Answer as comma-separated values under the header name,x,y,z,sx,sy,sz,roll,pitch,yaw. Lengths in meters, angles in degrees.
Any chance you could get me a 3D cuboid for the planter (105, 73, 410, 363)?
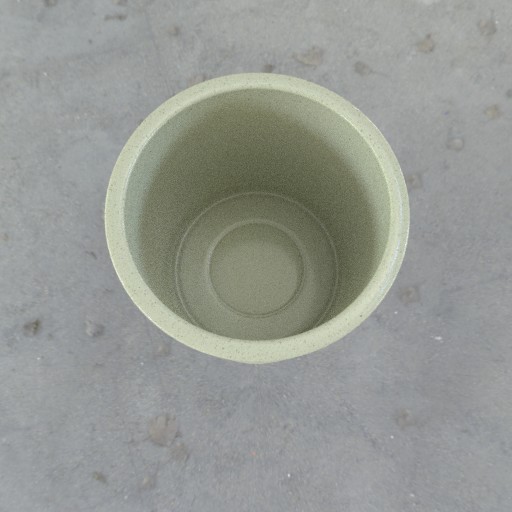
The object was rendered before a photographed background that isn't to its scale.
name,x,y,z,sx,sy,sz,roll,pitch,yaw
planter,0.000,0.000,0.685,0.314,0.475,0.323,-16,77,-4
